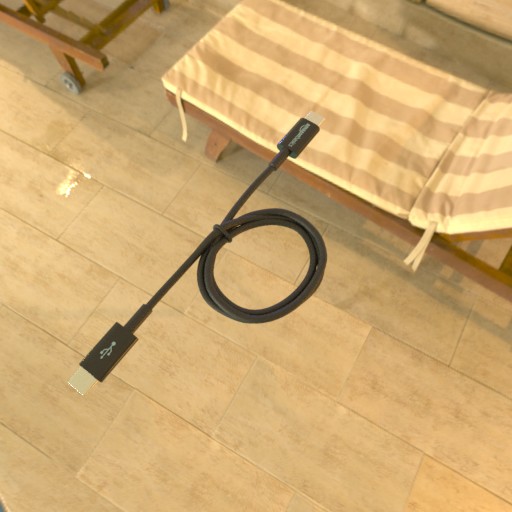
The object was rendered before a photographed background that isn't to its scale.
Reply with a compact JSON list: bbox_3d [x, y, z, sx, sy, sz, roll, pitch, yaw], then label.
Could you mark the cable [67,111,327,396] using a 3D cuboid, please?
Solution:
[{"bbox_3d":[0.000,0.000,0.228,0.070,0.014,0.203,33,69,15],"label":"cable"}]
